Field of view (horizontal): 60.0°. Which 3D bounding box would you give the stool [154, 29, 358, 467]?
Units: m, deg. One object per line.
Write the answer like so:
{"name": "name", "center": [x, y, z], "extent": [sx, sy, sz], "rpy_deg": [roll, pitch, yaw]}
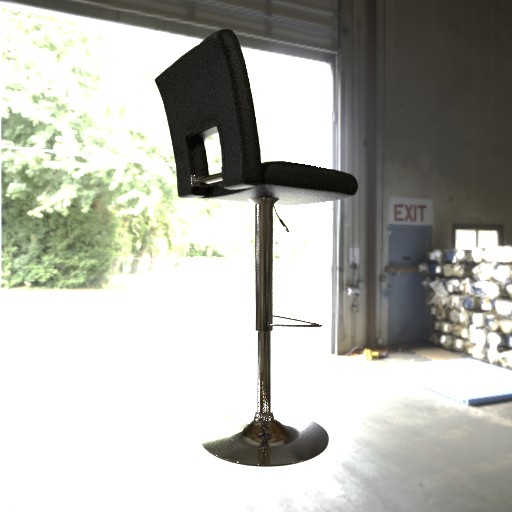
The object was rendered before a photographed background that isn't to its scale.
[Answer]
{"name": "stool", "center": [0.000, 0.000, 1.393], "extent": [0.520, 1.151, 0.415], "rpy_deg": [-1, 1, -36]}
